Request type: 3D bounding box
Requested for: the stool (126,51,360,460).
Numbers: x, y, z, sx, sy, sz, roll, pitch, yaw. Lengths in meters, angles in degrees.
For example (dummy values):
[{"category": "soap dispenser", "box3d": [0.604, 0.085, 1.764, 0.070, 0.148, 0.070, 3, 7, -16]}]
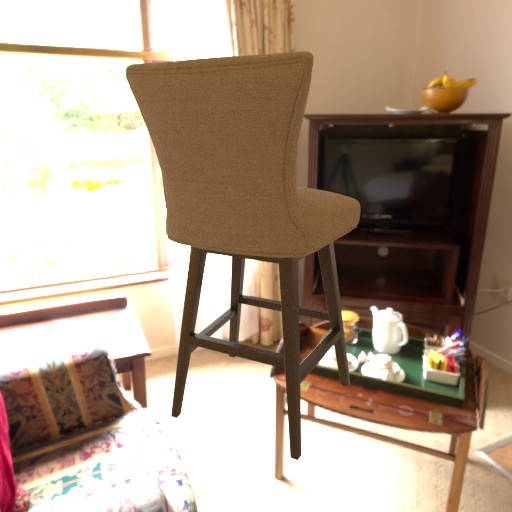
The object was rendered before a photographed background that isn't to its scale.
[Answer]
[{"category": "stool", "box3d": [0.000, 0.000, 1.384, 0.514, 1.086, 0.574, 8, 18, 25]}]
